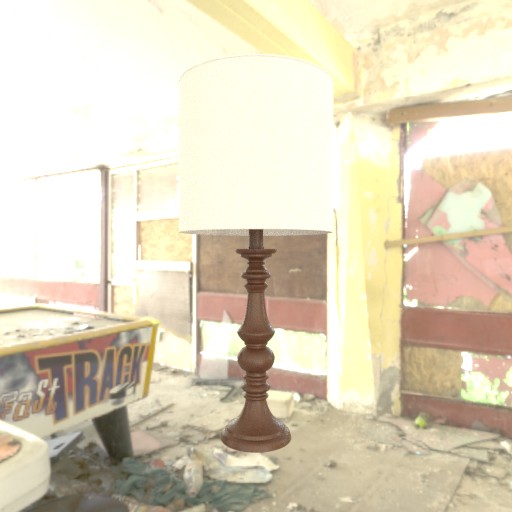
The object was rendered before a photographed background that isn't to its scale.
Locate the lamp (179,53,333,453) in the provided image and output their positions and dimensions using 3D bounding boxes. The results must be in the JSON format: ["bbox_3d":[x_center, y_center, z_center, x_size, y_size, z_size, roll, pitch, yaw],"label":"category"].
[{"bbox_3d":[0.000,0.000,0.729,0.250,0.597,0.250,0,1,-36],"label":"lamp"}]
